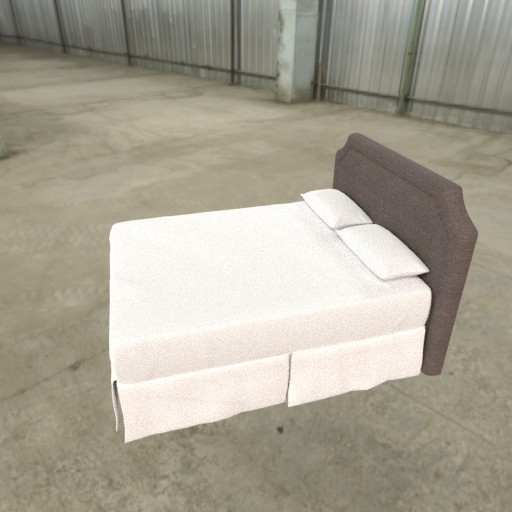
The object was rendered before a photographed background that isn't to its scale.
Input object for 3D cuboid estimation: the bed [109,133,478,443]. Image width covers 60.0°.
[{"bbox_3d":[0.000,0.000,3.117,2.116,1.290,1.693,-8,31,-13],"label":"bed"}]
